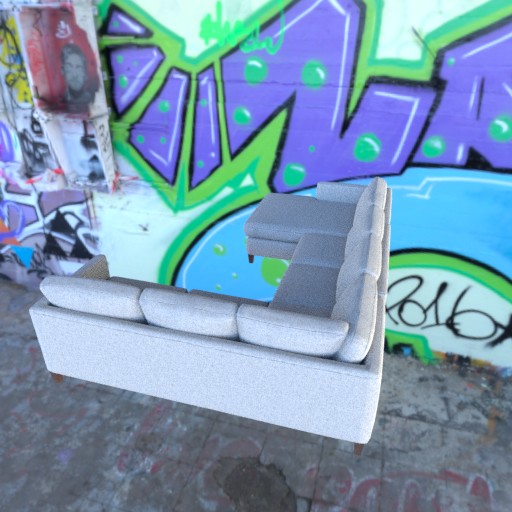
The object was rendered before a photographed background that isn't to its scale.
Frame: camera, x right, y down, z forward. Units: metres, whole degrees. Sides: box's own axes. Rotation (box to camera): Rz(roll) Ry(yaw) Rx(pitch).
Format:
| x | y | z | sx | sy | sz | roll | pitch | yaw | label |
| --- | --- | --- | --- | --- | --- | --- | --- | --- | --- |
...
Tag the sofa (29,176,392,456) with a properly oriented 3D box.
| x | y | z | sx | sy | sz | roll | pitch | yaw | label |
| --- | --- | --- | --- | --- | --- | --- | --- | --- | --- |
| 0.000 | 0.000 | 4.539 | 2.593 | 0.959 | 3.460 | 8 | 30 | 14 | sofa |
